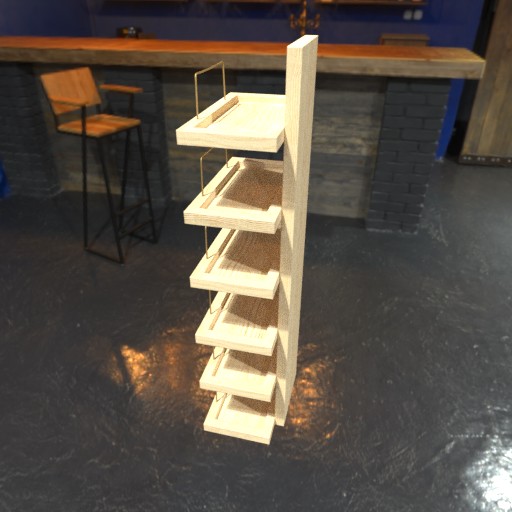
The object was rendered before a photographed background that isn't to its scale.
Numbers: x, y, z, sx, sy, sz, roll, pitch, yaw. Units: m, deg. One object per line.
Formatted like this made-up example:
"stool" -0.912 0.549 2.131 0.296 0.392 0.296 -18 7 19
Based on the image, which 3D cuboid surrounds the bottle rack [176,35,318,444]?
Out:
"bottle rack" 0.000 0.000 1.069 0.206 0.943 0.330 7 32 12
